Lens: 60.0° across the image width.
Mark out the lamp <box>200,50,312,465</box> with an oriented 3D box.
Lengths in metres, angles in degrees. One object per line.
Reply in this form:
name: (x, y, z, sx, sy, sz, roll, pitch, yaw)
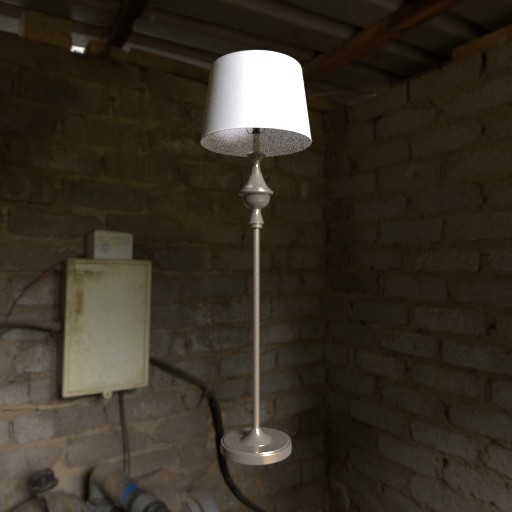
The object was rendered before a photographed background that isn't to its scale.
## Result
lamp: (0.000, 0.000, 1.717, 0.431, 1.488, 0.431, 0, 0, 0)
